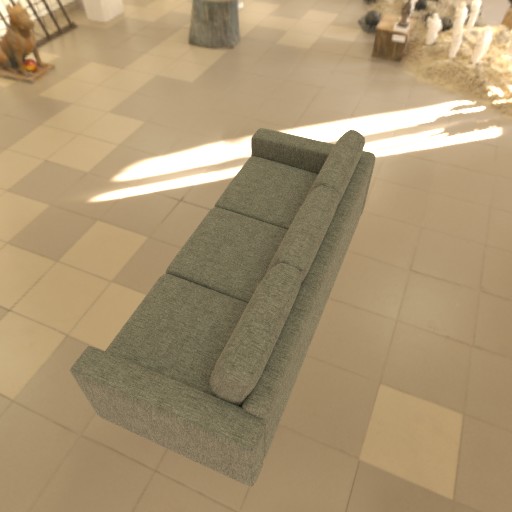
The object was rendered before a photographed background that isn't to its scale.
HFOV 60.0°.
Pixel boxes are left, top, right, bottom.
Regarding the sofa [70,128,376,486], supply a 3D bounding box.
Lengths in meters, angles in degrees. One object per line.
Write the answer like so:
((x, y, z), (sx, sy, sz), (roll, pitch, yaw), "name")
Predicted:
((0.000, 0.000, 2.602), (0.900, 0.800, 2.160), (17, 50, 15), "sofa")
